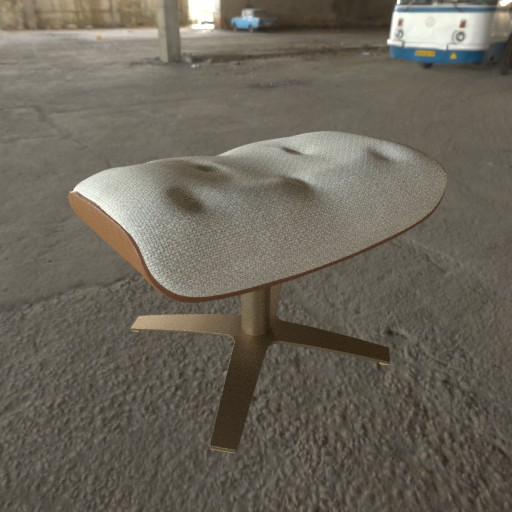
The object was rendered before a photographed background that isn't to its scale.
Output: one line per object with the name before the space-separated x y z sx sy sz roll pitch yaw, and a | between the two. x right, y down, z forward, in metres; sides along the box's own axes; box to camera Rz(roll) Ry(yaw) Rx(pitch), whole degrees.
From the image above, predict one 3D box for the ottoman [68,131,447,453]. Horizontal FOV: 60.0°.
ottoman | 0.000 0.000 0.792 0.520 0.391 0.394 -18 34 -29
